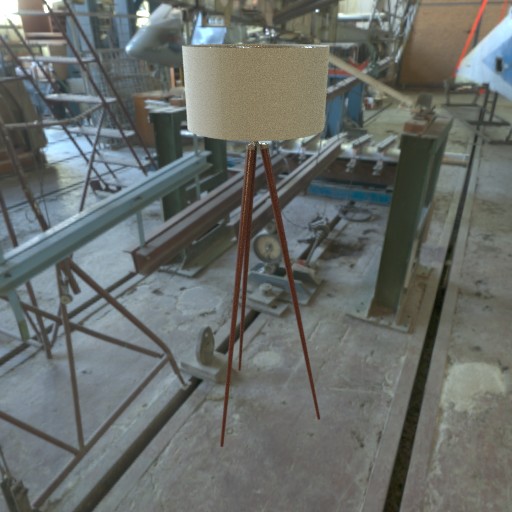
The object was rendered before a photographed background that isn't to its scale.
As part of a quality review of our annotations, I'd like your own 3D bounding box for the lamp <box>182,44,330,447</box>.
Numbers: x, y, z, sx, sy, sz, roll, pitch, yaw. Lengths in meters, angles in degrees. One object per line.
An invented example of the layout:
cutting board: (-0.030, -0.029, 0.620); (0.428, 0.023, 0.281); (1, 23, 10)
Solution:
lamp: (0.000, 0.000, 1.811); (0.483, 1.553, 0.483); (-9, 28, -17)
